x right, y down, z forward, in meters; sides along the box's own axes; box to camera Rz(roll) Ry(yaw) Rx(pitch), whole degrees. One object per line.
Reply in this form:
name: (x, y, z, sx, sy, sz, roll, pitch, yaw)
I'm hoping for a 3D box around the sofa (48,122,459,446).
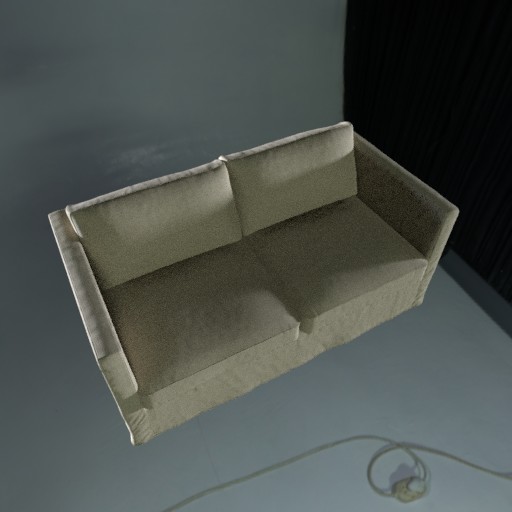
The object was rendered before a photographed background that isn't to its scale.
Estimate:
sofa: (0.000, 0.000, 2.291, 1.766, 0.828, 0.956, -21, 49, -20)
